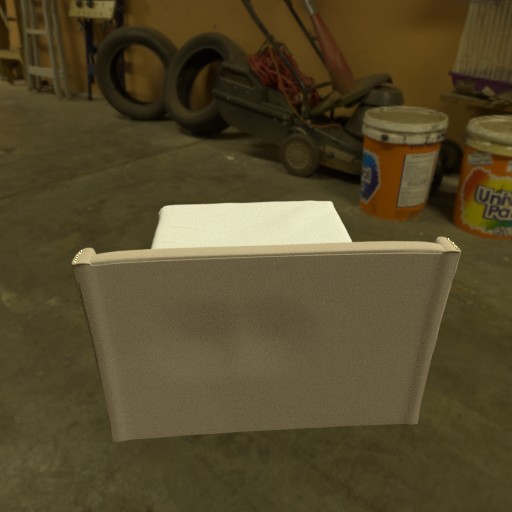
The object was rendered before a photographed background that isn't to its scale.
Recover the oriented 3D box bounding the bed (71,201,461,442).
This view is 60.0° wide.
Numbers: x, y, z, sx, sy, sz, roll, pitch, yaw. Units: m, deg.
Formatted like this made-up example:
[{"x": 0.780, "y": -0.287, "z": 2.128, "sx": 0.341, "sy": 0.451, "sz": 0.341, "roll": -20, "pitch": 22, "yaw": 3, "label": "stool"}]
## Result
[{"x": 0.000, "y": 0.000, "z": 3.427, "sx": 1.925, "sy": 1.332, "sz": 2.276, "roll": -2, "pitch": 30, "yaw": -3, "label": "bed"}]
